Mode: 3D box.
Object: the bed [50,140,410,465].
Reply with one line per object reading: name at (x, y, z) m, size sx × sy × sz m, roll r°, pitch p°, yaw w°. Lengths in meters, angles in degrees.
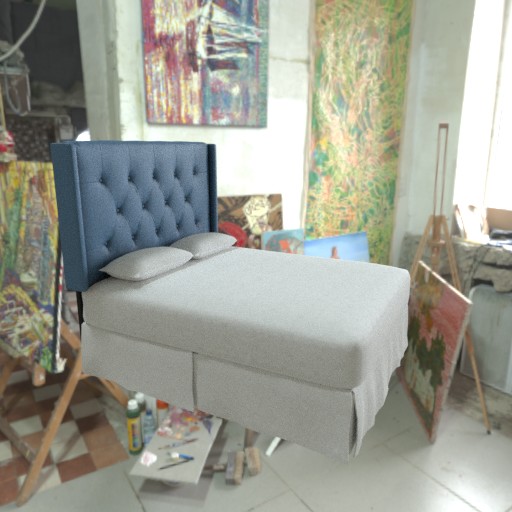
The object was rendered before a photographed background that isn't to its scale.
bed at (0.000, 0.000, 3.293) m, size 2.078 × 1.665 × 1.719 m, roll 7°, pitch 16°, yaw 27°
